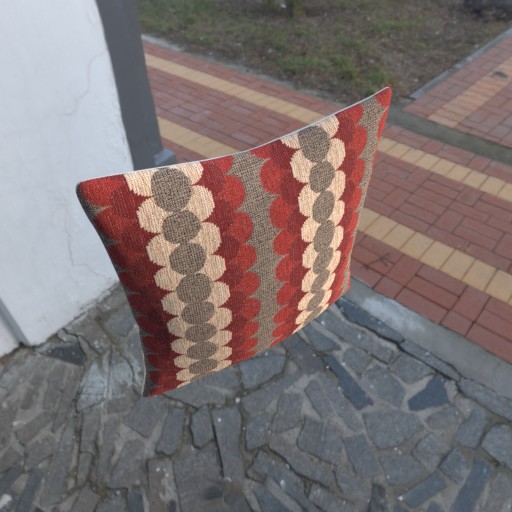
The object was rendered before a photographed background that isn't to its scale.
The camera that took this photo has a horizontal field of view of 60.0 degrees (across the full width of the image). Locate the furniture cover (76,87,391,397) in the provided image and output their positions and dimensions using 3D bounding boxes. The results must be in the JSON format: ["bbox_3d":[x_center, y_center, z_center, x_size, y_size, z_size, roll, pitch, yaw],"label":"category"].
[{"bbox_3d":[0.000,0.000,0.656,0.435,0.420,0.145,-24,50,-23],"label":"furniture cover"}]
